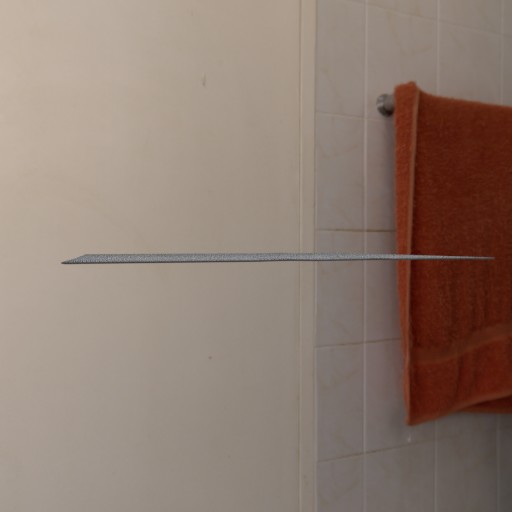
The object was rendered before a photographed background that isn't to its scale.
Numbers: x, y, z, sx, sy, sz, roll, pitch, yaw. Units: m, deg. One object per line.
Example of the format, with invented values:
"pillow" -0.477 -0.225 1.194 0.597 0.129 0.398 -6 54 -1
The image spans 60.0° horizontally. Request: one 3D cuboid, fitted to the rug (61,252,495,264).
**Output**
"rug" 0.000 0.000 4.081 3.068 0.021 2.456 0 1 -18
